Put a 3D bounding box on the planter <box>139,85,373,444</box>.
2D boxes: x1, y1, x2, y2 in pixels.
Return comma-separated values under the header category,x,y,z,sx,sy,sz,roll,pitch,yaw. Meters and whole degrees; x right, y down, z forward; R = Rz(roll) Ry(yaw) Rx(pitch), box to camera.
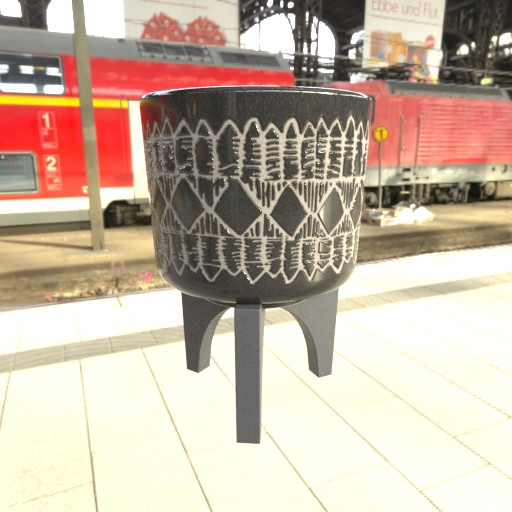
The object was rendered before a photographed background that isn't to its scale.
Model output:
category,x,y,z,sx,sy,sz,roll,pitch,yaw
planter,0.000,0.000,0.532,0.251,0.355,0.251,-7,15,-25
